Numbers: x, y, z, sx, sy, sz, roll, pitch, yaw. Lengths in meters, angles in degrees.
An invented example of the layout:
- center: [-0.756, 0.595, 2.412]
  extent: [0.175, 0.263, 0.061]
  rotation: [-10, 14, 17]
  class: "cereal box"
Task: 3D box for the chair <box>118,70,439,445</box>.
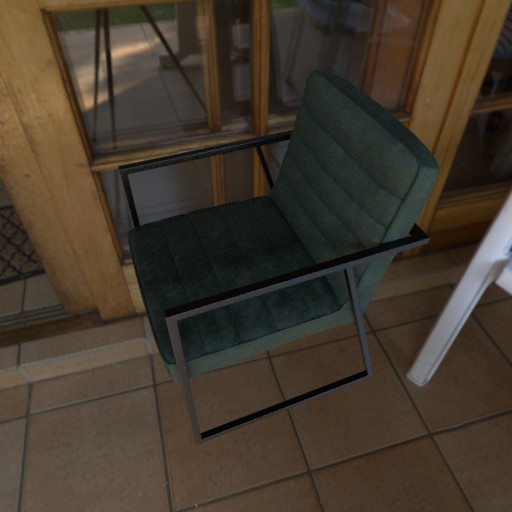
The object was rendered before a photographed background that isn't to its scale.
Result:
- center: [0.000, 0.000, 1.284]
  extent: [0.677, 0.833, 0.571]
  rotation: [-16, 47, -15]
  class: "chair"
